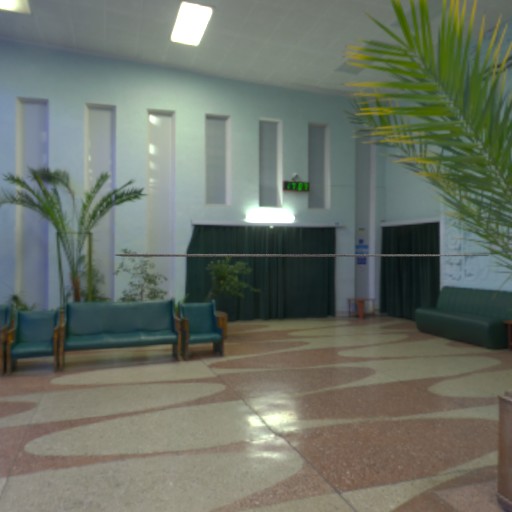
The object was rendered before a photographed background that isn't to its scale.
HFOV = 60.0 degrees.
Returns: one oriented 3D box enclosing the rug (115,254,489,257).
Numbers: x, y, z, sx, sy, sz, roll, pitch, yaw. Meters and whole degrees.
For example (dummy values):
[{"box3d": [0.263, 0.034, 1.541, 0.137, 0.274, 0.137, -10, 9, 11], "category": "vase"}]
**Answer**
[{"box3d": [0.000, 0.000, 4.133, 2.425, 0.008, 3.035, 0, 0, -16], "category": "rug"}]
